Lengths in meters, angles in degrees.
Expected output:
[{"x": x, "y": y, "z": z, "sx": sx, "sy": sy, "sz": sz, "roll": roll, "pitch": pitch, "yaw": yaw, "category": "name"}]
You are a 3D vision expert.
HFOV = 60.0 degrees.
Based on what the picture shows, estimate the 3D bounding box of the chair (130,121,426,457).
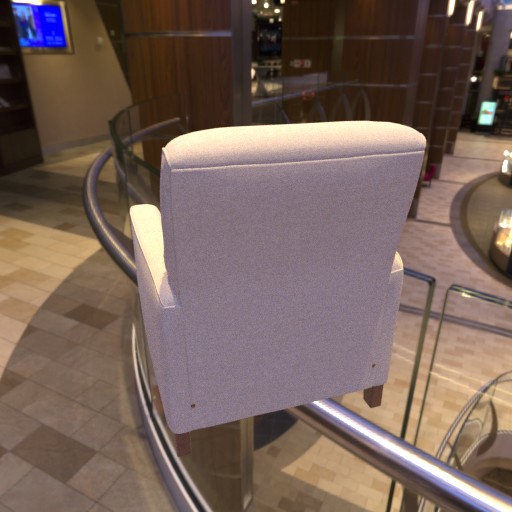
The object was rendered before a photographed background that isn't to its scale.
[{"x": 0.000, "y": 0.000, "z": 1.607, "sx": 0.841, "sy": 1.023, "sz": 0.858, "roll": -8, "pitch": 26, "yaw": -16, "category": "chair"}]
